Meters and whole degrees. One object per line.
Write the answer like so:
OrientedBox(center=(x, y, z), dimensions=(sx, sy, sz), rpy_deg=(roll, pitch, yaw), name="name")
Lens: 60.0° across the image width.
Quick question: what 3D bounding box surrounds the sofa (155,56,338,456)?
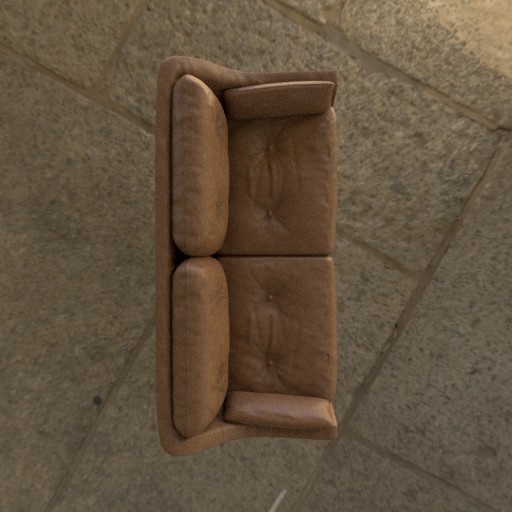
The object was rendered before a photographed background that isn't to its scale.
OrientedBox(center=(0.000, 0.000, 2.359), dimensions=(0.904, 0.839, 1.902), rpy_deg=(0, 91, 0), name="sofa")
